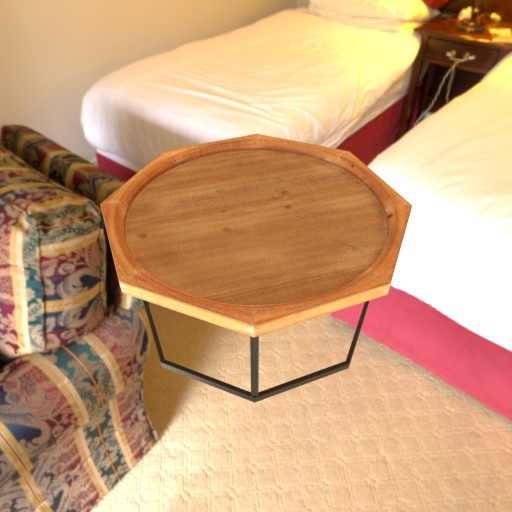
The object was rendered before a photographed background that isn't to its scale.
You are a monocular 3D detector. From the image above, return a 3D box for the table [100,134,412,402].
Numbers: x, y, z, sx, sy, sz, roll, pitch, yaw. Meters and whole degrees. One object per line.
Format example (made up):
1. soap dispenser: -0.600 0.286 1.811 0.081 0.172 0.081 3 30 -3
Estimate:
1. table: 0.000 0.000 1.568 1.002 0.444 1.002 0 41 0
